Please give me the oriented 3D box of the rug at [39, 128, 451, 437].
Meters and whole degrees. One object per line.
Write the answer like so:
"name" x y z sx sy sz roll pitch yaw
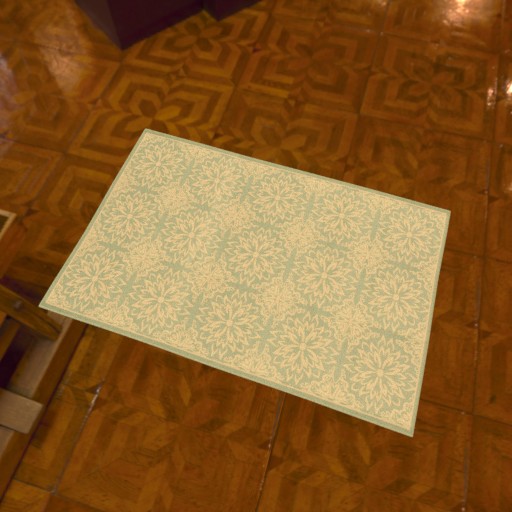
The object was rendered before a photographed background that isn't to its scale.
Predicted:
"rug" 0.000 0.000 3.434 2.746 0.018 1.819 17 64 9
